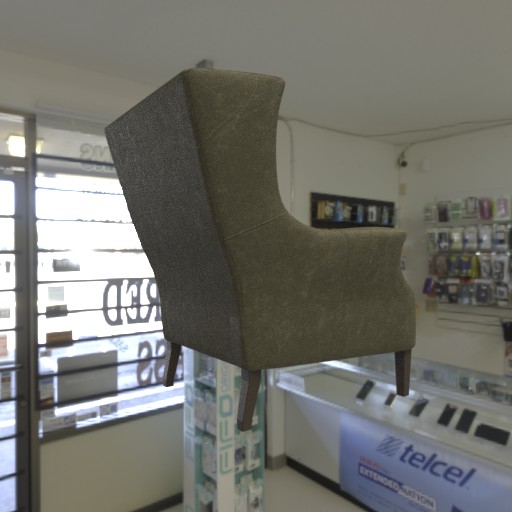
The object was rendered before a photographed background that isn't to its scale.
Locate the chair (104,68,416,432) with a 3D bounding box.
[{"bbox_3d":[0.000,0.000,1.654,0.926,1.016,0.853,0,0,-36],"label":"chair"}]
